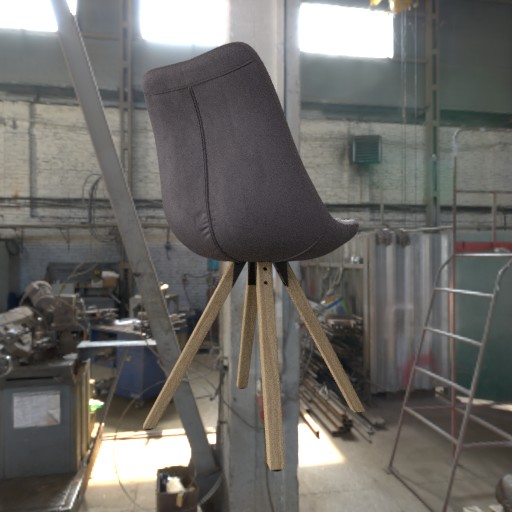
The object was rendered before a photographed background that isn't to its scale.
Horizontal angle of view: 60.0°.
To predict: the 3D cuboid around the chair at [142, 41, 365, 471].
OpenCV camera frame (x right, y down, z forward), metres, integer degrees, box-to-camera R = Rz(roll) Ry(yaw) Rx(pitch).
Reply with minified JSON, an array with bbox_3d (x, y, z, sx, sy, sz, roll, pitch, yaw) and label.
[{"bbox_3d":[0.000,0.000,1.172,0.483,0.865,0.547,0,0,35],"label":"chair"}]
